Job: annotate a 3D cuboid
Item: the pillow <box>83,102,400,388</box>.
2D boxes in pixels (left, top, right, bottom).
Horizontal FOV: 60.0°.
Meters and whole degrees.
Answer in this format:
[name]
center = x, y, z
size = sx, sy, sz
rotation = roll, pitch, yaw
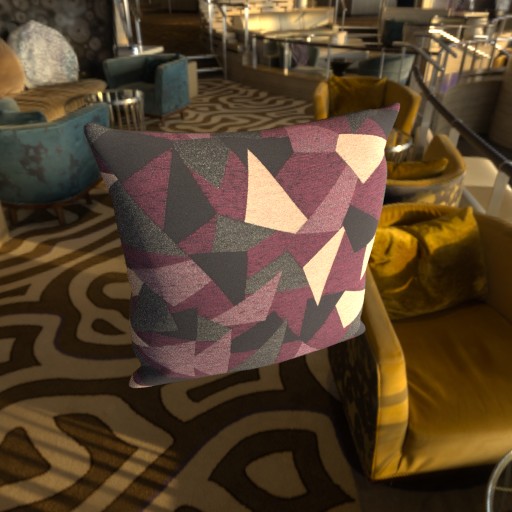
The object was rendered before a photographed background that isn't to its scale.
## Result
[pillow]
center = 0.000, 0.000, 0.774
size = 0.503, 0.496, 0.208
rotation = -10, 33, -15
